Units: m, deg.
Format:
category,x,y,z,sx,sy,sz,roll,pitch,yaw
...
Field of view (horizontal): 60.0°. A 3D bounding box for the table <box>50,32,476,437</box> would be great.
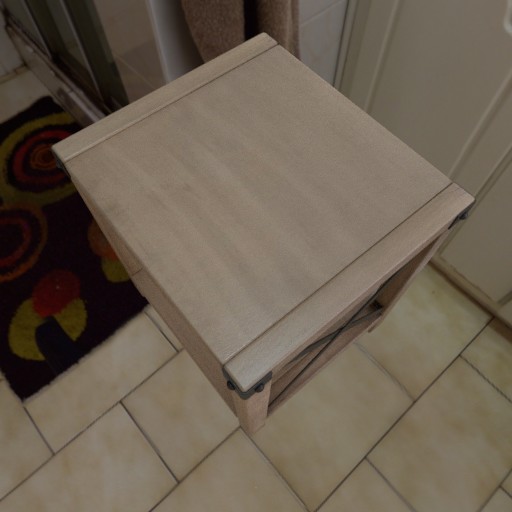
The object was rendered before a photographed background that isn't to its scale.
category,x,y,z,sx,sy,sz,roll,pitch,yaw
table,0.000,0.000,0.927,0.459,0.561,0.510,-36,68,-17
